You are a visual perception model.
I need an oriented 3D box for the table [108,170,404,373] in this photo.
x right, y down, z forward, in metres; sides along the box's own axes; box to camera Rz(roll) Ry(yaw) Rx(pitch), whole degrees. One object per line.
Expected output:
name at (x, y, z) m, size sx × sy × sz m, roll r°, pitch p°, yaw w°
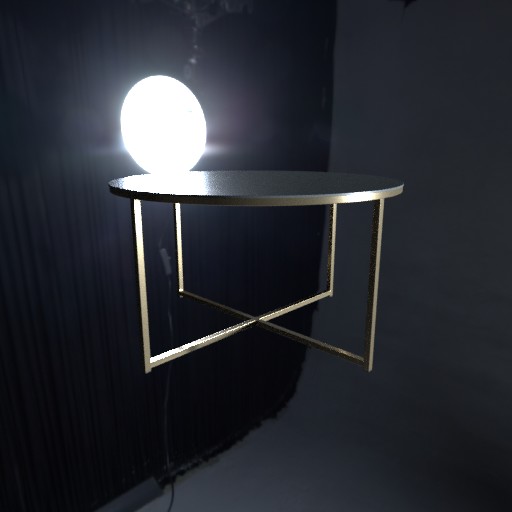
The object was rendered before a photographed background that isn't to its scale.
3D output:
table at (0.000, 0.000, 1.317) m, size 0.800 × 0.450 × 0.800 m, roll 0°, pitch 14°, yaw 0°
